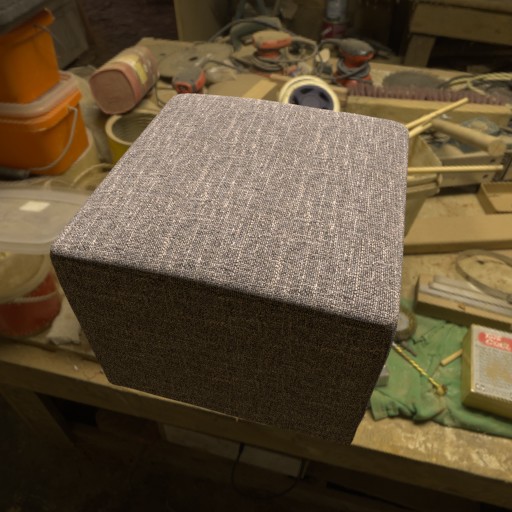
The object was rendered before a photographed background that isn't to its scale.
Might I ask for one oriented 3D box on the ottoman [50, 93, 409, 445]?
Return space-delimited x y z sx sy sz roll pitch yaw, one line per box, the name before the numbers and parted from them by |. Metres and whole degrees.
ottoman | 0.000 0.000 0.899 0.512 0.453 0.521 11 48 10
